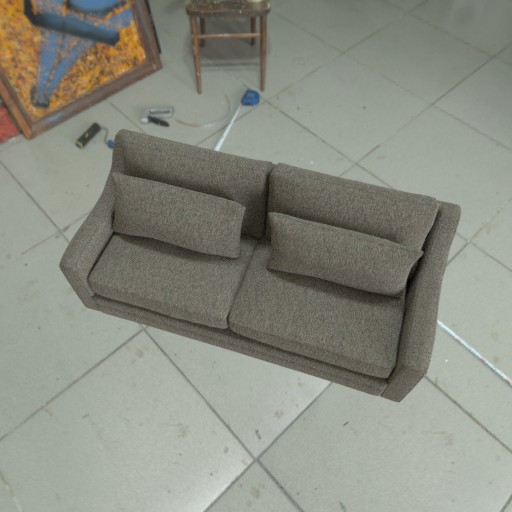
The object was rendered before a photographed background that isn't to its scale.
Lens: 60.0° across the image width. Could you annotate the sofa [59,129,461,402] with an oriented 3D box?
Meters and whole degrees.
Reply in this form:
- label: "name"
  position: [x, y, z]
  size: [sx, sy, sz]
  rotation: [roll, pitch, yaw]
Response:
- label: "sofa"
  position: [0.000, 0.000, 3.015]
  size: [2.418, 0.998, 1.103]
  rotation: [15, 59, 9]
